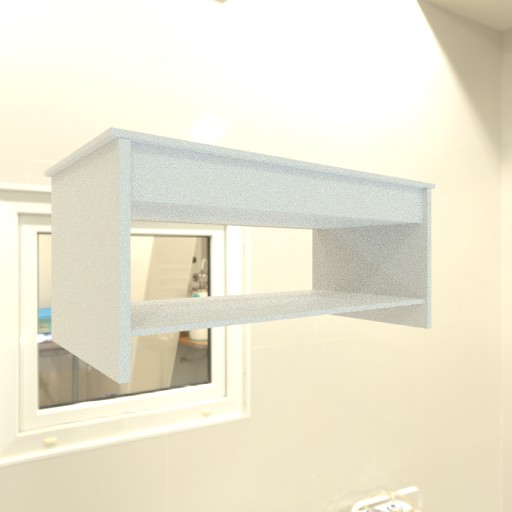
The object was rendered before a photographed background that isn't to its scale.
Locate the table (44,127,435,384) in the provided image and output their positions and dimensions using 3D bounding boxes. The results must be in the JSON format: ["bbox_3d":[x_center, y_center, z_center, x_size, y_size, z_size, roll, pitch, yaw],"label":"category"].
[{"bbox_3d":[0.000,0.000,1.254,1.000,0.441,0.500,0,0,-37],"label":"table"}]
